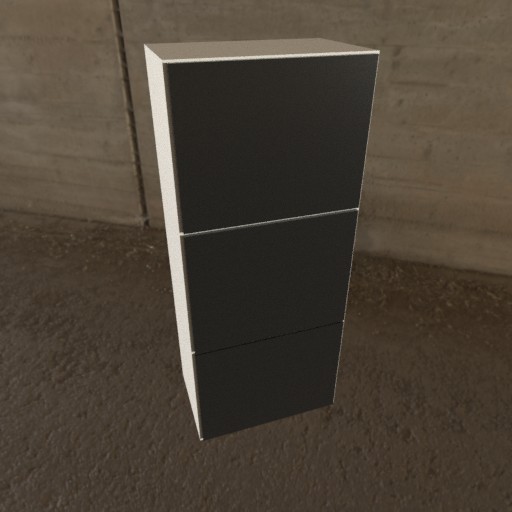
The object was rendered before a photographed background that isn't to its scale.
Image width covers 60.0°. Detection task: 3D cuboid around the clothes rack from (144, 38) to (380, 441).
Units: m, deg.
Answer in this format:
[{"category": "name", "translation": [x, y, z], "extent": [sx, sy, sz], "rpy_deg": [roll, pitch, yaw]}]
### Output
[{"category": "clothes rack", "translation": [0.000, 0.000, 1.386], "extent": [0.500, 1.187, 0.330], "rpy_deg": [-10, 32, -16]}]
